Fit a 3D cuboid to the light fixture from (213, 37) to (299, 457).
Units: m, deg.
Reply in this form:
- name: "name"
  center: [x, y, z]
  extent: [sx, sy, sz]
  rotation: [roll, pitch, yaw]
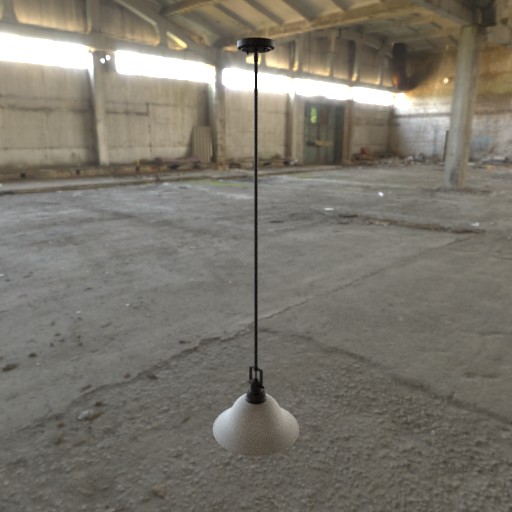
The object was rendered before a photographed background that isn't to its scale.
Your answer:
- name: "light fixture"
  center: [0.000, 0.000, 1.506]
  extent: [0.324, 1.337, 0.324]
  rotation: [14, 20, 42]
